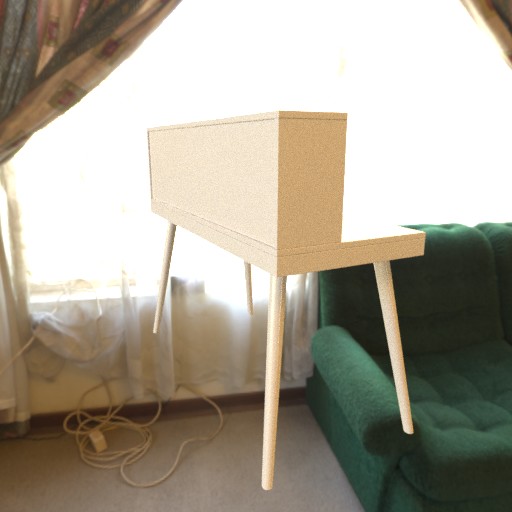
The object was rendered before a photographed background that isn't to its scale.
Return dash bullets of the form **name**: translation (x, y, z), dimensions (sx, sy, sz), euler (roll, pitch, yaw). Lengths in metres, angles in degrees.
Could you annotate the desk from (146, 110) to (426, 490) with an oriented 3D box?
- **desk**: translation (0.000, 0.000, 1.725), dimensions (0.559, 0.990, 1.199), euler (-7, 16, -26)
